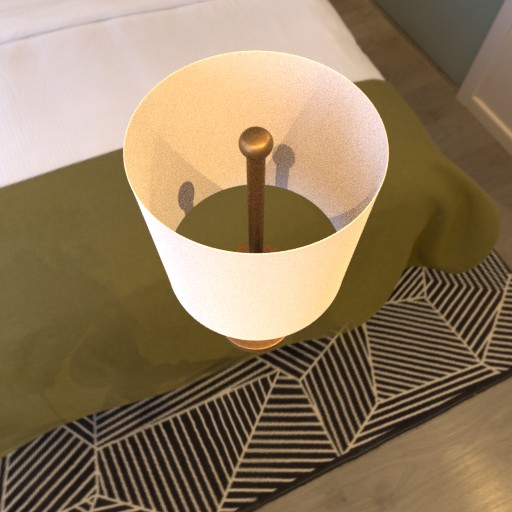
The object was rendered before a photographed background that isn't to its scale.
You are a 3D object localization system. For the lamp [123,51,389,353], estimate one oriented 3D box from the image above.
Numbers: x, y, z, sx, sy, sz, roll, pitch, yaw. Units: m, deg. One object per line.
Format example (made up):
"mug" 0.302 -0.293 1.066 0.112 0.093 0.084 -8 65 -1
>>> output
"lamp" 0.000 0.000 0.530 0.210 0.410 0.210 31 67 15
